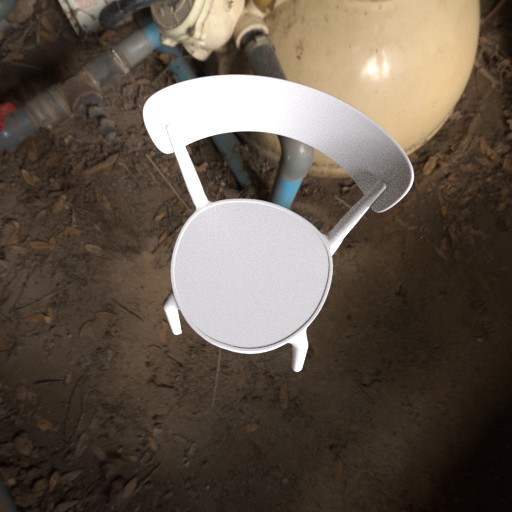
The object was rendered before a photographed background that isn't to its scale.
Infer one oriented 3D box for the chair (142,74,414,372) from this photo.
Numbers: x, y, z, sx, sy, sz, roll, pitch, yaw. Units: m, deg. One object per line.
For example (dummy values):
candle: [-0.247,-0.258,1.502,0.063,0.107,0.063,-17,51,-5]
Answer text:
chair: [0.000,0.000,1.138,0.506,0.790,0.491,16,77,4]
